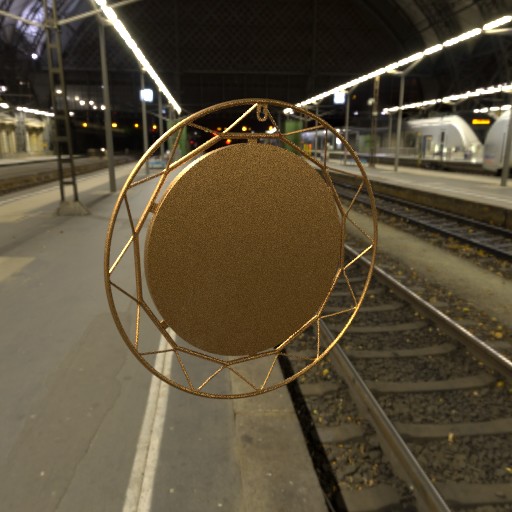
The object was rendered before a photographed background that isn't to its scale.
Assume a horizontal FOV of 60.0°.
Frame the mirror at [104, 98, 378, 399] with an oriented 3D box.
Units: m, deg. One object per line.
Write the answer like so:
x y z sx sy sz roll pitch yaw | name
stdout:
0.000 0.000 0.680 0.454 0.454 0.043 -7 16 -27 | mirror
